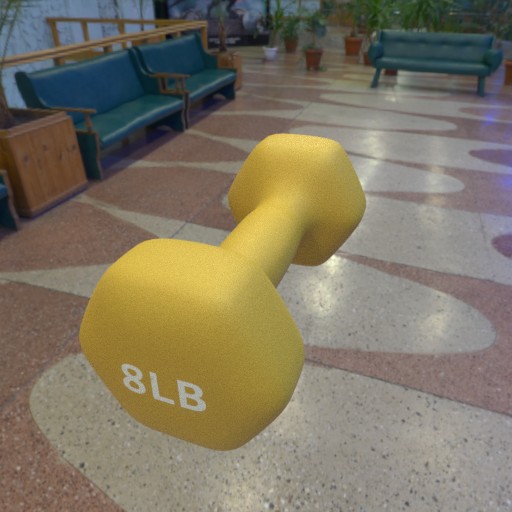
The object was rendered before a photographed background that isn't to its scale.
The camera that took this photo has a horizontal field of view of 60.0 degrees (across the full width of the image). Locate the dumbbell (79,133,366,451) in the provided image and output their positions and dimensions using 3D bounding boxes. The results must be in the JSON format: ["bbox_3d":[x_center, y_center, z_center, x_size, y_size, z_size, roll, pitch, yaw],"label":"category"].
[{"bbox_3d":[0.000,0.000,0.232,0.090,0.082,0.190,12,34,18],"label":"dumbbell"}]
